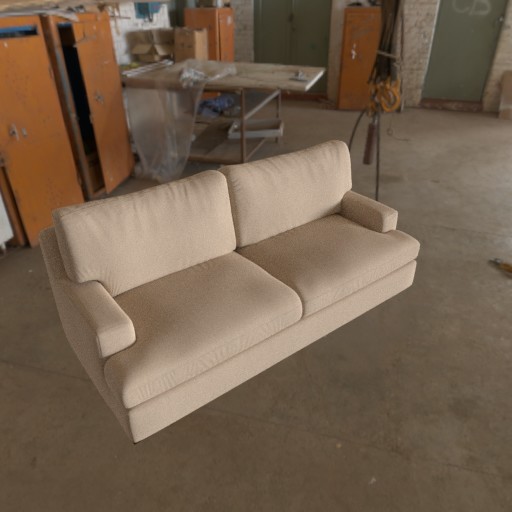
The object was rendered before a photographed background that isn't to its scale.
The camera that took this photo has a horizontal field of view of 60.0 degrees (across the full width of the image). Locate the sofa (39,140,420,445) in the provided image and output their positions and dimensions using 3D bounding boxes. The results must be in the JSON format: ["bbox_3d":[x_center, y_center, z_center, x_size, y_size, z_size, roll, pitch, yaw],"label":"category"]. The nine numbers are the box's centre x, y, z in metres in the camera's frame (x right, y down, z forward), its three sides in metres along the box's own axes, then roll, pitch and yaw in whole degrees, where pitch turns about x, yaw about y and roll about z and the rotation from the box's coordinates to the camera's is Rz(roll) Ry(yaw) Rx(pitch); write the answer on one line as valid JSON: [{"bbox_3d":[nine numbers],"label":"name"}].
[{"bbox_3d":[0.000,0.000,2.657,2.147,0.925,0.929,-22,37,-32],"label":"sofa"}]
